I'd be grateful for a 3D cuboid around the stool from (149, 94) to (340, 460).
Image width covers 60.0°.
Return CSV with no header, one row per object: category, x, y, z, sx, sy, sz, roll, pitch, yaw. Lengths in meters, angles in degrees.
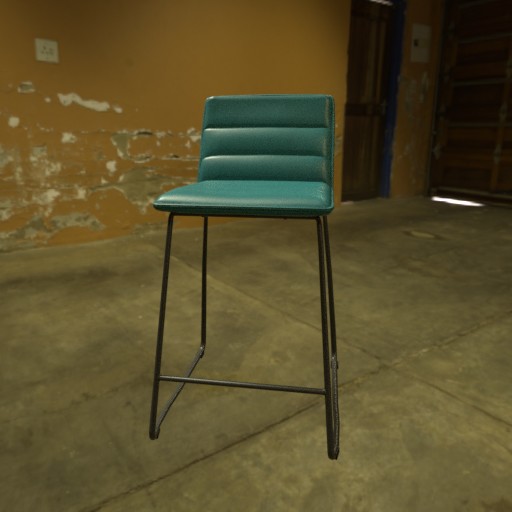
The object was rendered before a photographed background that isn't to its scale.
stool,0.000,0.000,1.202,0.489,0.866,0.524,2,15,9
